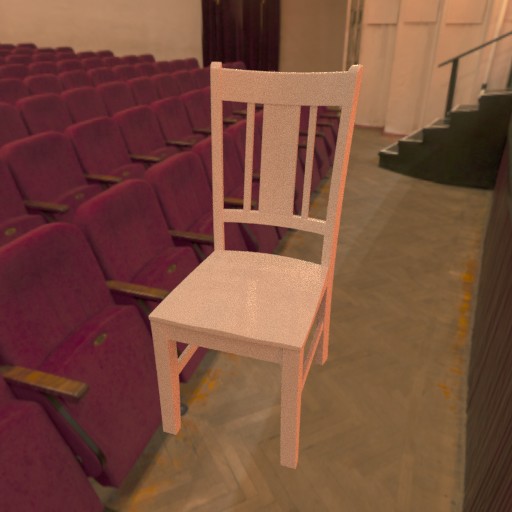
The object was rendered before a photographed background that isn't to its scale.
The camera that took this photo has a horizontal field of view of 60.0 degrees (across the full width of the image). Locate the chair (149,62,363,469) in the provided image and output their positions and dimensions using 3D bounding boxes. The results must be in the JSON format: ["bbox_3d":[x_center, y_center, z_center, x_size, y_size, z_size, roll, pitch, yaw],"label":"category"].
[{"bbox_3d":[0.000,0.000,1.284,0.450,0.998,0.555,9,28,16],"label":"chair"}]
